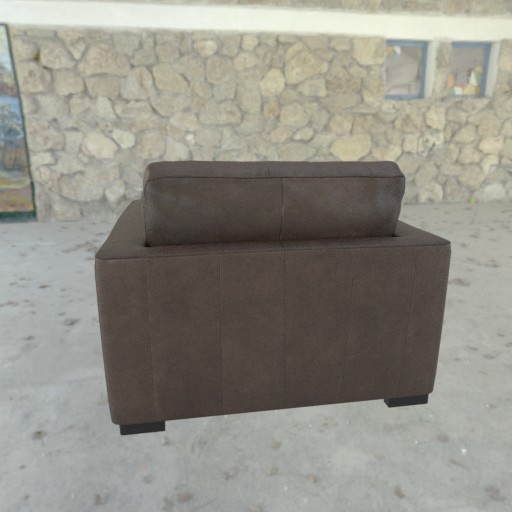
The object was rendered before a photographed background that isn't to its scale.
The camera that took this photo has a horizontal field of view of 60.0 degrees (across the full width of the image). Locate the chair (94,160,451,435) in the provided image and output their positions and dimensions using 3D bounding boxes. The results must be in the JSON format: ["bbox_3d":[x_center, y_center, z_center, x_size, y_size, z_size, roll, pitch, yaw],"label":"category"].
[{"bbox_3d":[0.000,0.000,1.800,1.100,0.812,1.069,-3,16,-9],"label":"chair"}]
